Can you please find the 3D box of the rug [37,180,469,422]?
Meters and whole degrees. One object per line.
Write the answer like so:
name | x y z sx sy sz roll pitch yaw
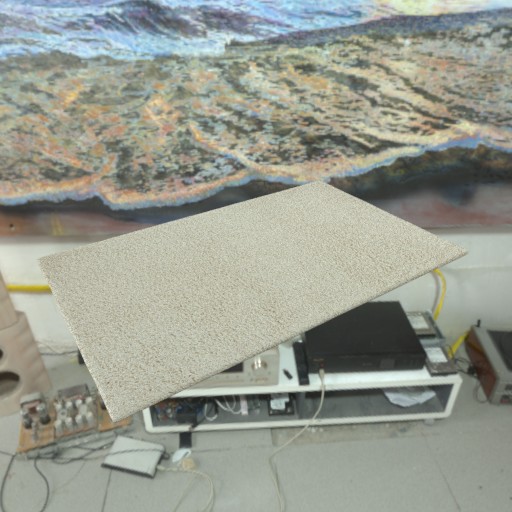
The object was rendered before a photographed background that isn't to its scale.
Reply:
rug | 0.000 0.000 2.939 2.438 0.030 1.524 -19 36 -28
